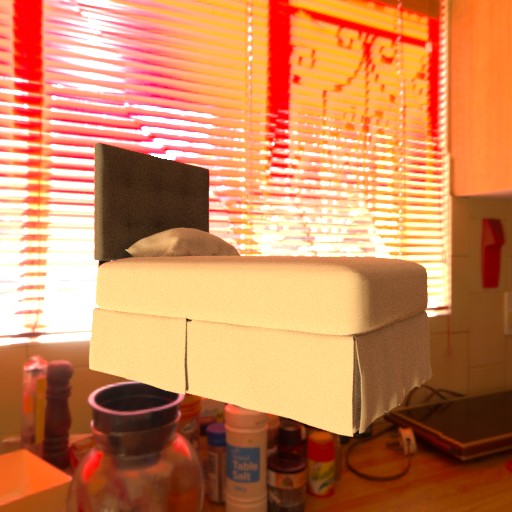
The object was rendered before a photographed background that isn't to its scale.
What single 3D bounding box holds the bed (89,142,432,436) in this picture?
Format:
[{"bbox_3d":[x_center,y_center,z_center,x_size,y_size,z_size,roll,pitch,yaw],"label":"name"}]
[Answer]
[{"bbox_3d":[0.000,0.000,2.956,1.997,1.571,1.261,0,0,36],"label":"bed"}]
